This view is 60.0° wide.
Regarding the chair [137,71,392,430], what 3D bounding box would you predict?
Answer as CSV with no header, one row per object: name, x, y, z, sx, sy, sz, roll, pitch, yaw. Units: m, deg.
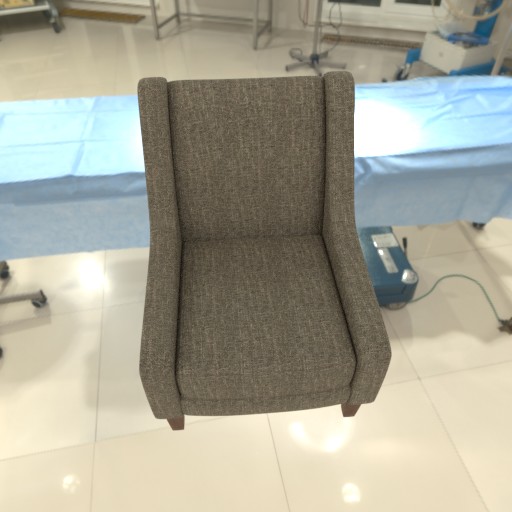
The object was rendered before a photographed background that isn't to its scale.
chair,0.000,0.000,1.657,0.793,1.012,0.944,-3,45,-3
